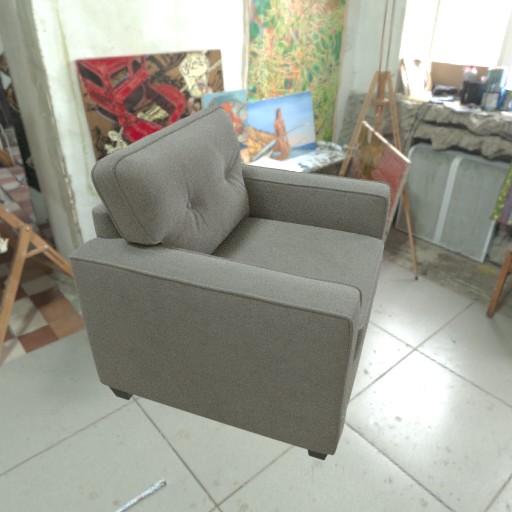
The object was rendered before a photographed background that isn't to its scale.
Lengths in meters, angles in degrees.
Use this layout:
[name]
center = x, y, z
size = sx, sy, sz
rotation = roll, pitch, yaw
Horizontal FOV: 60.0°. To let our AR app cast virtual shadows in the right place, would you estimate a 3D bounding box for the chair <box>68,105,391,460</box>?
[chair]
center = 0.000, 0.000, 1.751
size = 0.939, 0.965, 1.015
rotation = 11, 33, 17
